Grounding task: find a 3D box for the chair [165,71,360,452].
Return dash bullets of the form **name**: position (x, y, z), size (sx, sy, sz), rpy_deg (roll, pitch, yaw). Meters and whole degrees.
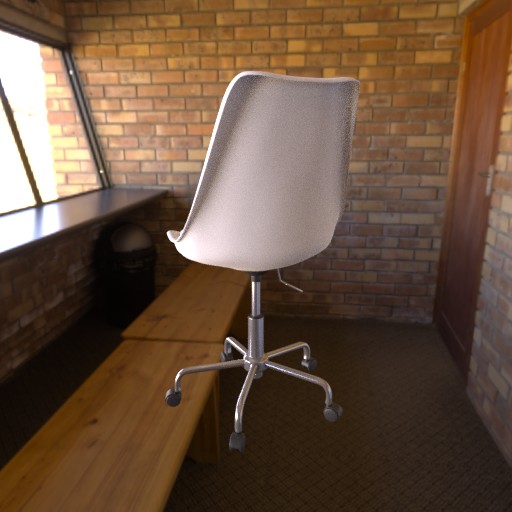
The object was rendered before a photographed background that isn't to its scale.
- **chair**: position (0.000, 0.000, 1.292), size (0.550, 0.930, 0.550), rpy_deg (-7, 16, -24)
